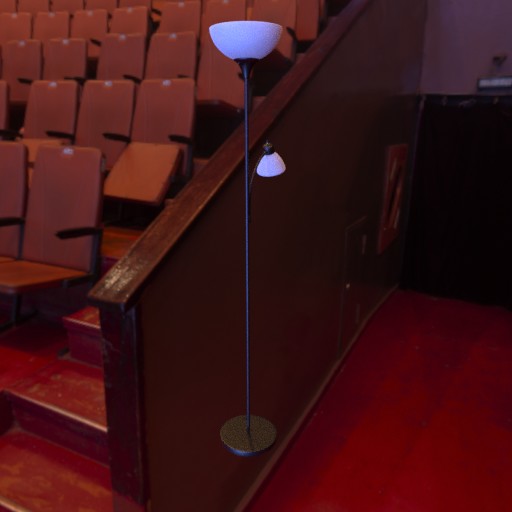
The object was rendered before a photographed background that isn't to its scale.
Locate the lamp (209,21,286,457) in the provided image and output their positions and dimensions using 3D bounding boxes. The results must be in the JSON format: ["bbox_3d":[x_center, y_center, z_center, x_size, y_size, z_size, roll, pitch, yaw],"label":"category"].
[{"bbox_3d":[0.000,0.000,1.977,0.279,1.804,0.442,8,19,24],"label":"lamp"}]
